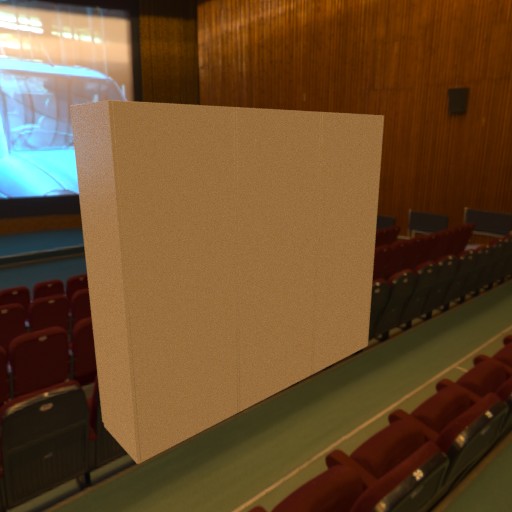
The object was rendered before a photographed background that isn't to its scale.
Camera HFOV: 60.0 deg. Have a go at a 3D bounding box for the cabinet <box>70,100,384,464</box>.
[{"bbox_3d":[0.000,0.000,3.820,2.700,2.370,0.590,-13,20,-40],"label":"cabinet"}]
